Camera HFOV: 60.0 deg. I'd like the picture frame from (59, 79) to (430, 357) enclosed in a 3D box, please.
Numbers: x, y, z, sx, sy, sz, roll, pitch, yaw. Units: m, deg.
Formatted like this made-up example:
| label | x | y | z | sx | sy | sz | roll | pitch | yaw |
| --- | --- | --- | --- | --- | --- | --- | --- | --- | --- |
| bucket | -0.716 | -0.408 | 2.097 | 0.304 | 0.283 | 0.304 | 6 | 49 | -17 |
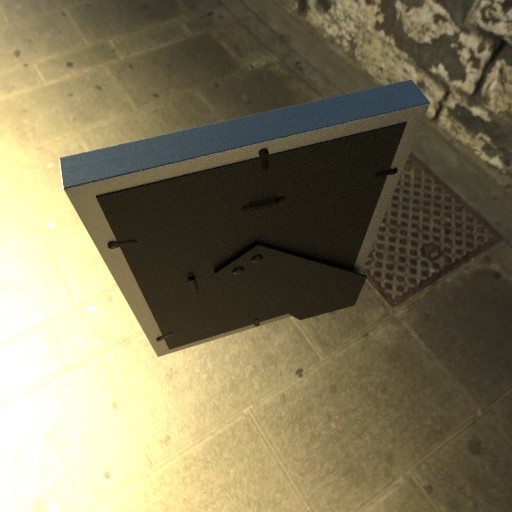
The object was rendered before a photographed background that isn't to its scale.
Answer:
| label | x | y | z | sx | sy | sz | roll | pitch | yaw |
| --- | --- | --- | --- | --- | --- | --- | --- | --- | --- |
| picture frame | 0.000 | 0.000 | 0.391 | 0.233 | 0.282 | 0.036 | -16 | 59 | -9 |
